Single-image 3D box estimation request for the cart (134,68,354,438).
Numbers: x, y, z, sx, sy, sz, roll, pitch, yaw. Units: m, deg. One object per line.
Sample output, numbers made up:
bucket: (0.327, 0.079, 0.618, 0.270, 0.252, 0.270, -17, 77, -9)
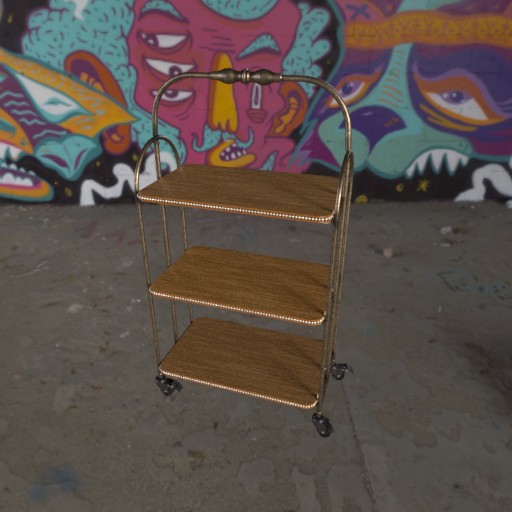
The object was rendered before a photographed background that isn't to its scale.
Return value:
cart: (0.000, 0.000, 1.346, 0.650, 1.052, 0.330, 9, 29, 16)
